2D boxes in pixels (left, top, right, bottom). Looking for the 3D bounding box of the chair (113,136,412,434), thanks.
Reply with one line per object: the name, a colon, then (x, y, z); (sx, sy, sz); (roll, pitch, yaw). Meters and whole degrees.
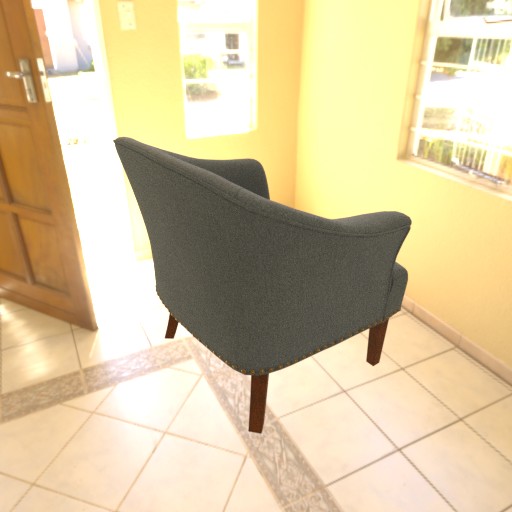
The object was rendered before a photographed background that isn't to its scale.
chair: (0.000, 0.000, 1.464); (0.704, 0.815, 0.798); (-19, 33, -32)
